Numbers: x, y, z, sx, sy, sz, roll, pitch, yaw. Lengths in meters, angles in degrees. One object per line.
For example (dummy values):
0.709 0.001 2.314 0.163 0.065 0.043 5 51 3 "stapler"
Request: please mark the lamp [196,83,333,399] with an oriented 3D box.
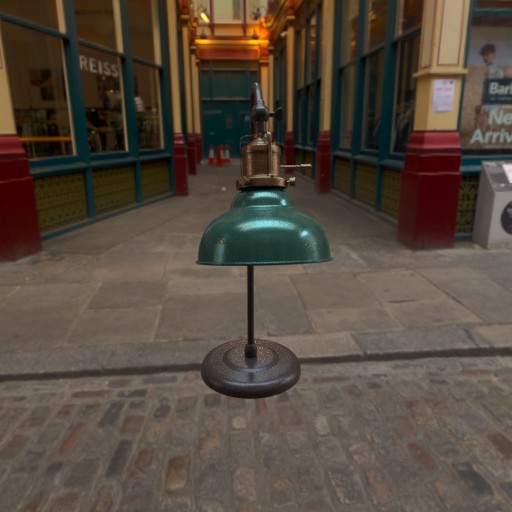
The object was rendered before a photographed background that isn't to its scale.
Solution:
0.000 0.000 0.695 0.192 0.508 0.374 -2 16 -6 "lamp"
